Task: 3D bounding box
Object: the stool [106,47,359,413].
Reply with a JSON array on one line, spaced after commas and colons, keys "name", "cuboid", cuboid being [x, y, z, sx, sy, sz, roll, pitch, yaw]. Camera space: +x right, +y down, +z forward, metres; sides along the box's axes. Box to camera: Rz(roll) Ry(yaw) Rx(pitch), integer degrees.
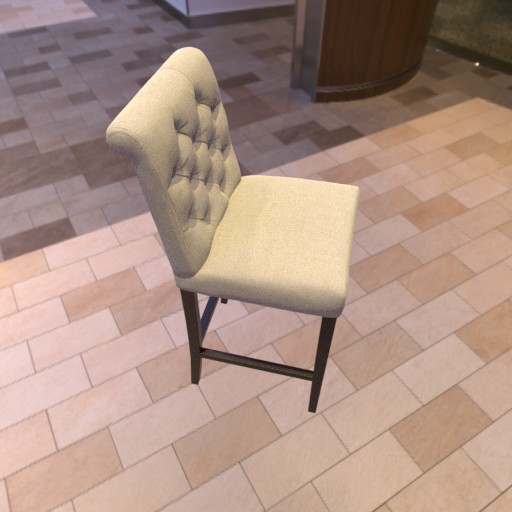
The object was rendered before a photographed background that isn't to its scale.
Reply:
[{"name": "stool", "cuboid": [0.000, 0.000, 1.467, 0.601, 1.140, 0.493, 10, 47, 9]}]
